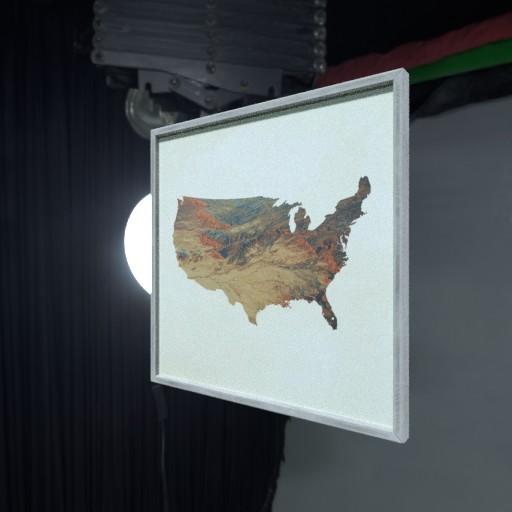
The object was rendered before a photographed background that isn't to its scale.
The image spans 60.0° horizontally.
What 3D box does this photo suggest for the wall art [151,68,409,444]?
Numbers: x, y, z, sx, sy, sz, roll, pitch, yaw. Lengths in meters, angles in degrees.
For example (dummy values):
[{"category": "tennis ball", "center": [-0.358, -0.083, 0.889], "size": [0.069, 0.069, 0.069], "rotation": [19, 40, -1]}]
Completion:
[{"category": "wall art", "center": [0.000, 0.000, 0.451], "size": [0.303, 0.303, 0.015], "rotation": [0, 0, 36]}]
